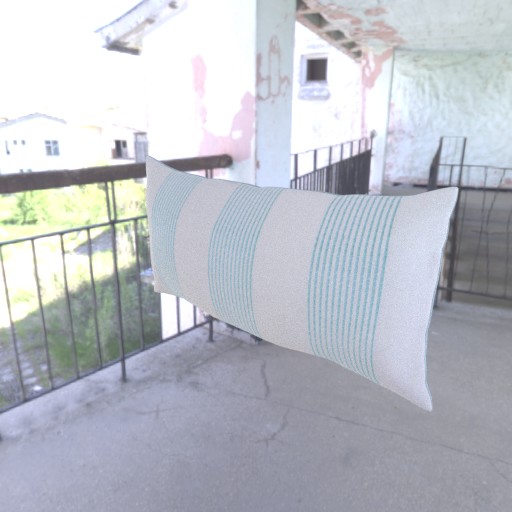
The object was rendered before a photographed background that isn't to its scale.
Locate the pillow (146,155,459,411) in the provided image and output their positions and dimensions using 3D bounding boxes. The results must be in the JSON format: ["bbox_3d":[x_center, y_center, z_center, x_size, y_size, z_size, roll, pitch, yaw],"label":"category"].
[{"bbox_3d":[0.000,0.000,0.715,0.610,0.287,0.151,16,23,42],"label":"pillow"}]
